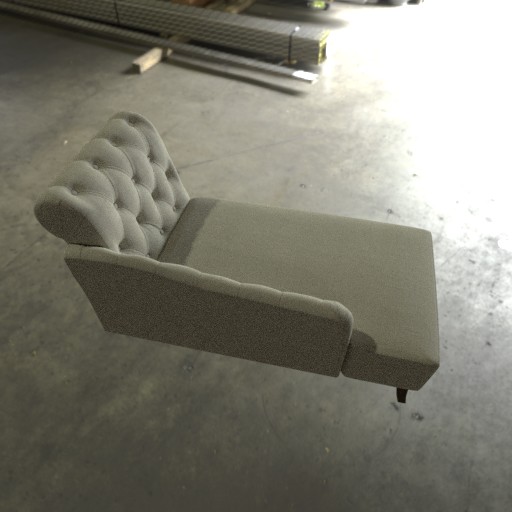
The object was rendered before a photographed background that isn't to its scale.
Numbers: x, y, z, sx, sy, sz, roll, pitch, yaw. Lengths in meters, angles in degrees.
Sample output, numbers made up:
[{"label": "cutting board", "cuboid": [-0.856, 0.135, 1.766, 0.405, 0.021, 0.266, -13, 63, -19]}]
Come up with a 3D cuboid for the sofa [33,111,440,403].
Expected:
[{"label": "sofa", "cuboid": [0.000, 0.000, 1.741, 1.379, 0.787, 0.675, 9, 47, 9]}]
